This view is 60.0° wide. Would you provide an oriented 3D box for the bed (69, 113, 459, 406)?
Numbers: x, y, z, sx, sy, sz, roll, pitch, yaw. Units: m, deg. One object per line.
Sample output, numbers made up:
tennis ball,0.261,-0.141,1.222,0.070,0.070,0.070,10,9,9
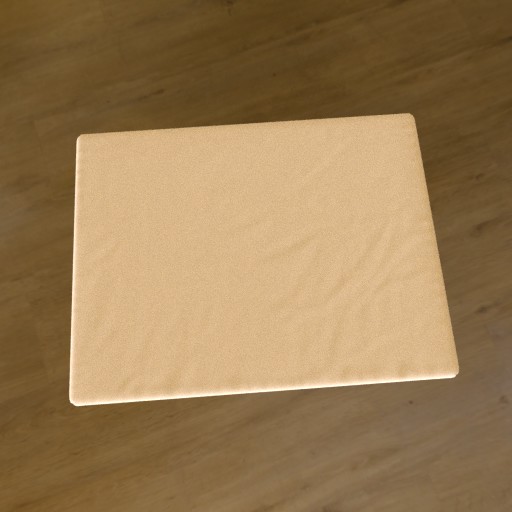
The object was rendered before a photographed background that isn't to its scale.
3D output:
bed,0.000,0.000,2.639,2.016,0.431,1.536,-4,76,-1
